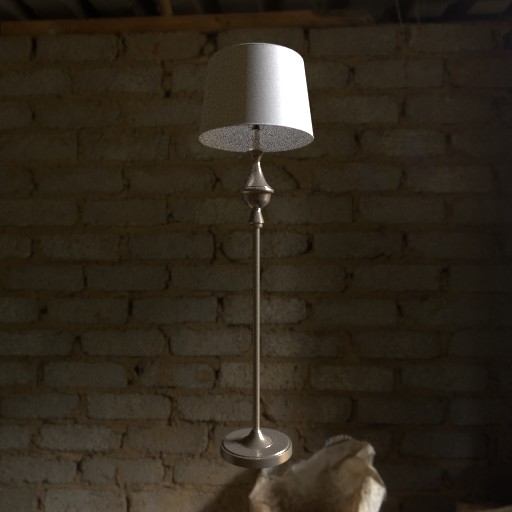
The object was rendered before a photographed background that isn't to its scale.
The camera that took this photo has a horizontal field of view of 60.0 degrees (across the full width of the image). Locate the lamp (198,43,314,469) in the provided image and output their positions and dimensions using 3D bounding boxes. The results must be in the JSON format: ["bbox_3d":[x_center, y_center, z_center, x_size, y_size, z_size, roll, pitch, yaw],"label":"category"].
[{"bbox_3d":[0.000,0.000,1.676,0.431,1.488,0.431,0,1,0],"label":"lamp"}]
